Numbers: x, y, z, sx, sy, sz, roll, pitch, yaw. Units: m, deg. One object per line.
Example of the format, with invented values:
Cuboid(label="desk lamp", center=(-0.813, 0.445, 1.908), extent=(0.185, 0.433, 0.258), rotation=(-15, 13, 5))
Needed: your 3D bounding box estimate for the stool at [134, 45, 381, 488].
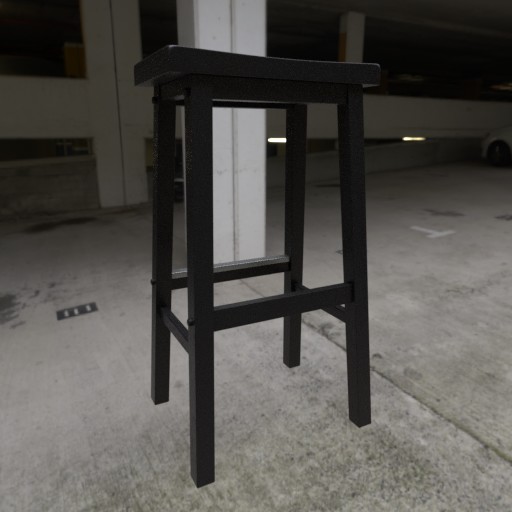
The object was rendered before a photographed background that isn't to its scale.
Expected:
Cuboid(label="stool", center=(0.000, 0.000, 0.927), extent=(0.406, 0.742, 0.322), rotation=(-8, 17, -26))
